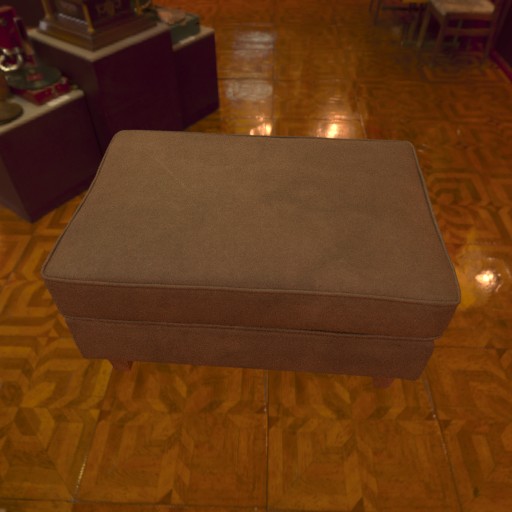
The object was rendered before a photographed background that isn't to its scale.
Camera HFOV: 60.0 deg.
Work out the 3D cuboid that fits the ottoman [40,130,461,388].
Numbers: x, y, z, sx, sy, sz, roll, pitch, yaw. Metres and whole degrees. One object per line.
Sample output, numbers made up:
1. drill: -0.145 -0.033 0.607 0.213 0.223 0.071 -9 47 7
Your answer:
1. ottoman: 0.000 0.000 1.200 0.860 0.481 0.596 3 46 3
